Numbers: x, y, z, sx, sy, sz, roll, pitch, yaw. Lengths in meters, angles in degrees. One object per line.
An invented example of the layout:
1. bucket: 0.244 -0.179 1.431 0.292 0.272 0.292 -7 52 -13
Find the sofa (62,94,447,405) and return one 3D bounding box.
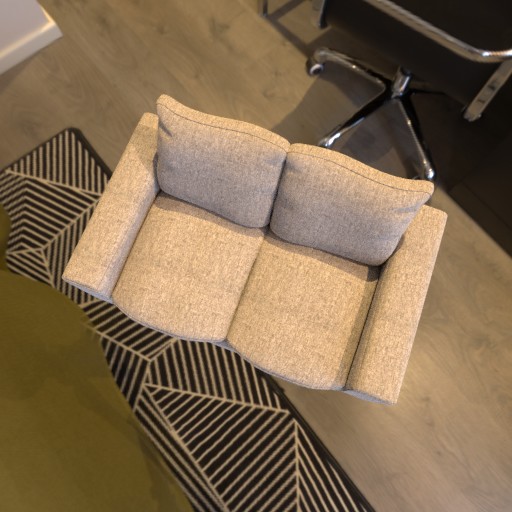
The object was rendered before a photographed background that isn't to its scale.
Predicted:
1. sofa: 0.000 0.000 2.369 1.758 0.877 1.094 20 75 5
